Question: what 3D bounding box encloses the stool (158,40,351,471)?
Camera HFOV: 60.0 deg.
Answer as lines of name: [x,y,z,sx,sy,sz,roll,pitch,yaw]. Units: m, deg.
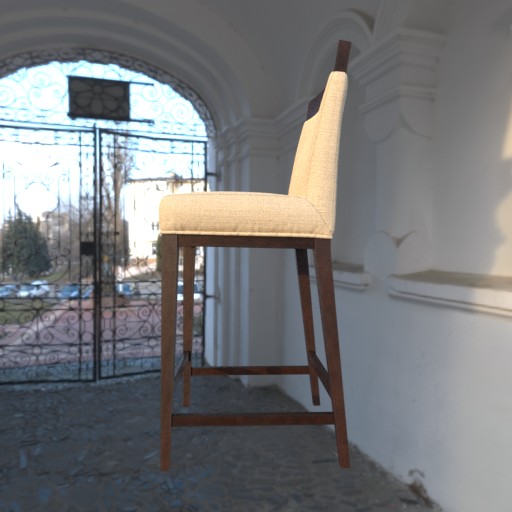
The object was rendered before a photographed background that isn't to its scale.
stool: [0.000,0.000,1.391,0.531,1.117,0.511,0,2,-2]
